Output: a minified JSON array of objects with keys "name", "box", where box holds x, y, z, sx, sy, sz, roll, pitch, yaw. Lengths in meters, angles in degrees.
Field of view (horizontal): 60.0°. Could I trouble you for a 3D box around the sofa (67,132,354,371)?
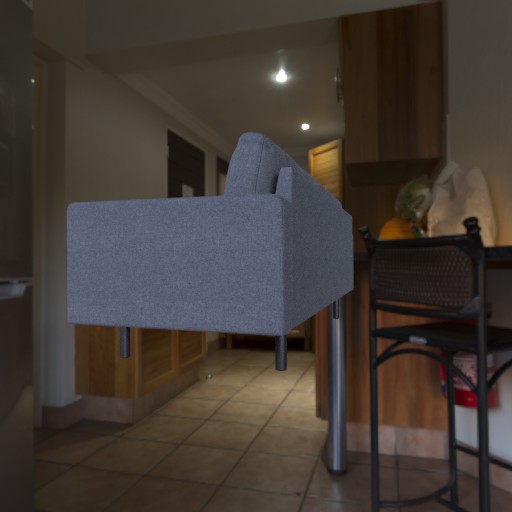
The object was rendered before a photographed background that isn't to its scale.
[{"name":"sofa","box":[0.000,0.000,2.517,0.880,0.880,2.100,0,0,18]}]
